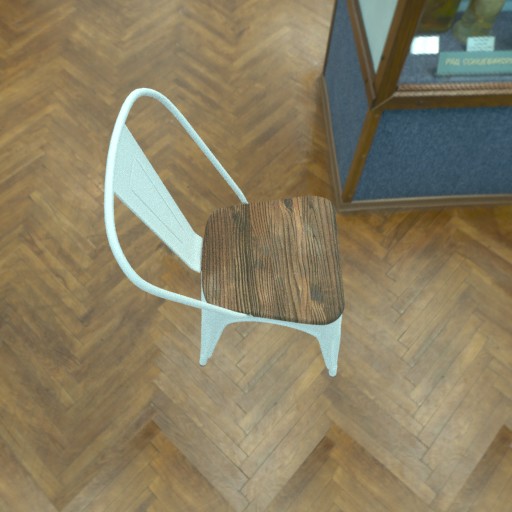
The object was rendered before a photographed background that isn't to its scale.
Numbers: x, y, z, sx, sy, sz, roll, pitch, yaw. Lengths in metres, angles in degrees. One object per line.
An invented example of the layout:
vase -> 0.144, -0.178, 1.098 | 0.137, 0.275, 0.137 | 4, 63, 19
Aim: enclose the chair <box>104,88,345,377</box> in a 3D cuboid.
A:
chair -> 0.000, 0.000, 1.159 | 0.521, 0.851, 0.452 | 0, 63, 0
